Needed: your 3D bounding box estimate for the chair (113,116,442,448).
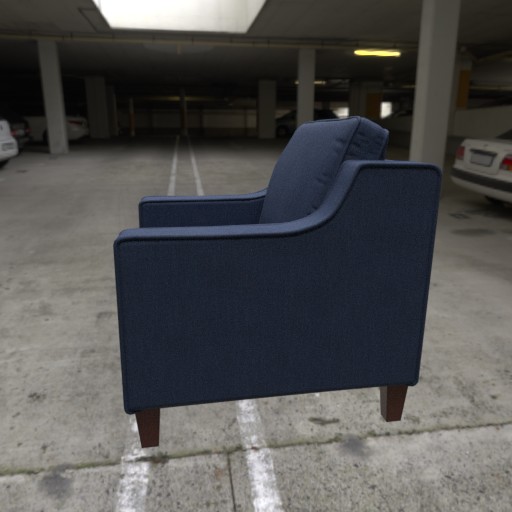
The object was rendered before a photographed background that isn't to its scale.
[{"bbox_3d":[0.000,0.000,1.624,0.909,0.960,0.831,-2,15,-9],"label":"chair"}]
